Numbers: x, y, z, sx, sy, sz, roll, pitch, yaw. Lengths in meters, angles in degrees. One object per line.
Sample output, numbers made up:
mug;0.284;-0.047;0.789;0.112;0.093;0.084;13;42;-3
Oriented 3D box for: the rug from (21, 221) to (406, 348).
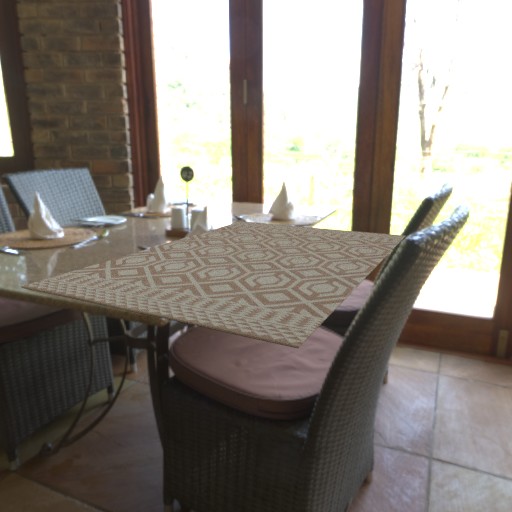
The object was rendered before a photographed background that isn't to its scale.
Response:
rug;0.000;0.000;2.329;1.219;0.008;1.829;7;16;26
